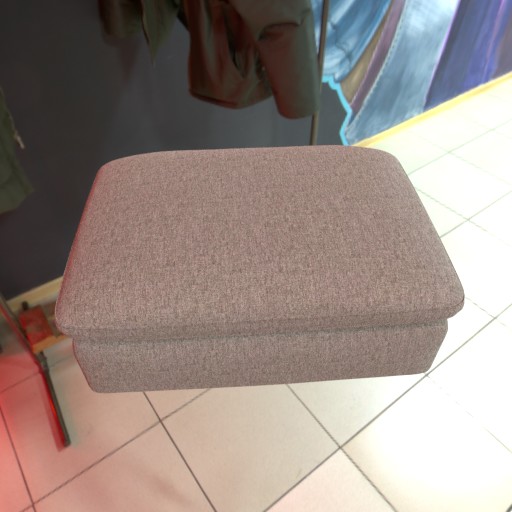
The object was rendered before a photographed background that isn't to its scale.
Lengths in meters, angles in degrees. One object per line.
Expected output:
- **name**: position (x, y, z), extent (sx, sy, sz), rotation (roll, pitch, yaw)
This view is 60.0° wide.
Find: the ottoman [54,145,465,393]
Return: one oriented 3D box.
- **ottoman**: position (0.000, 0.000, 1.333), extent (0.977, 0.451, 0.694), rotation (-3, 46, -3)
